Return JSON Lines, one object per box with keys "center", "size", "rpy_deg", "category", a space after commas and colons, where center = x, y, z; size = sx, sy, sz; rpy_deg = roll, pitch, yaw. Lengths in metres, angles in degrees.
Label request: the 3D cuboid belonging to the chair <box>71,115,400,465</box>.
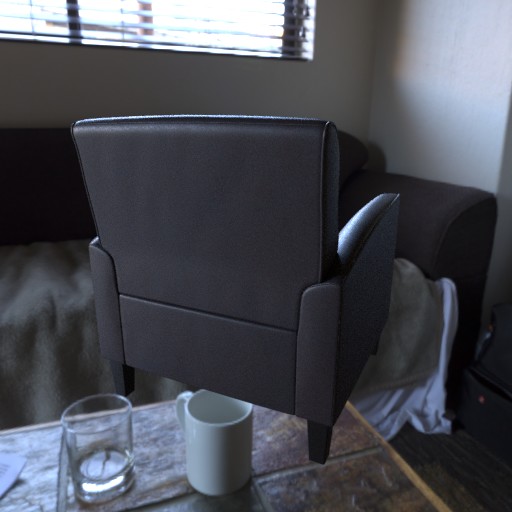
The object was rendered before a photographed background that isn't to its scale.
{"center": [0.000, 0.000, 1.527], "size": [0.820, 0.916, 0.819], "rpy_deg": [8, 19, 25], "category": "chair"}
